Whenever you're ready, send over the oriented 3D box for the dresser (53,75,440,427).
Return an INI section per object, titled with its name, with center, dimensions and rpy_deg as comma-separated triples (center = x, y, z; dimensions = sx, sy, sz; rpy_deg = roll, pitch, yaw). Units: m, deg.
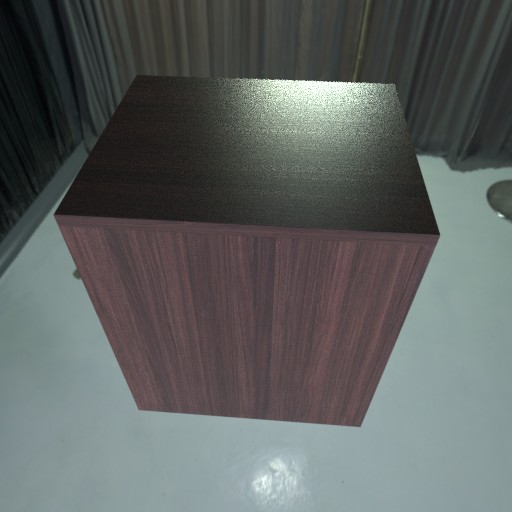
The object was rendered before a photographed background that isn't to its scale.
[dresser]
center = 0.000, 0.000, 0.749
dimensions = 0.400, 0.470, 0.360
rpy_deg = 3, 46, 3
